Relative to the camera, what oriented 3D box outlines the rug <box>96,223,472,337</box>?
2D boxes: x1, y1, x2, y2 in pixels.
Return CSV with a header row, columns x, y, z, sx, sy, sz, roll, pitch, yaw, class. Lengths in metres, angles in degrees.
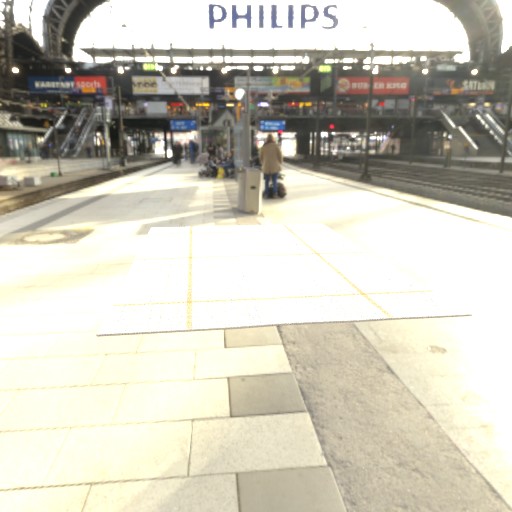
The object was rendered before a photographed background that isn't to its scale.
x,y,z,sx,sy,sz,roll,pitch,yaw,class
0.000,0.000,2.294,1.232,0.015,1.825,-2,14,-8,rug
